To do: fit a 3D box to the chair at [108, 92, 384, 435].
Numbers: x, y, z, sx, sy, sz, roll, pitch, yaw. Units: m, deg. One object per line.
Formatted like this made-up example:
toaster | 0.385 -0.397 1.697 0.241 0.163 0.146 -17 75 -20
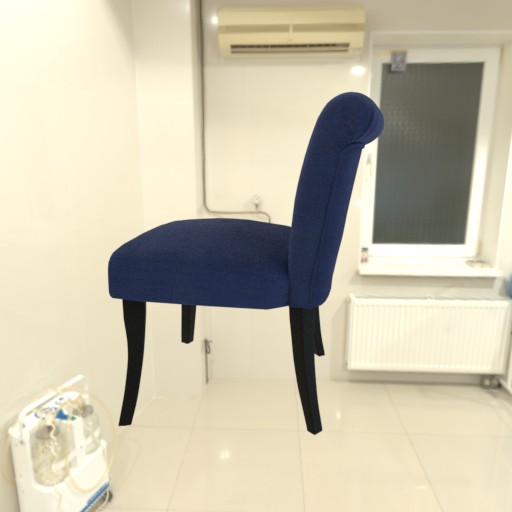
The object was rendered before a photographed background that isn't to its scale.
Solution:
chair | 0.000 0.000 1.178 0.606 0.753 0.585 2 13 9
